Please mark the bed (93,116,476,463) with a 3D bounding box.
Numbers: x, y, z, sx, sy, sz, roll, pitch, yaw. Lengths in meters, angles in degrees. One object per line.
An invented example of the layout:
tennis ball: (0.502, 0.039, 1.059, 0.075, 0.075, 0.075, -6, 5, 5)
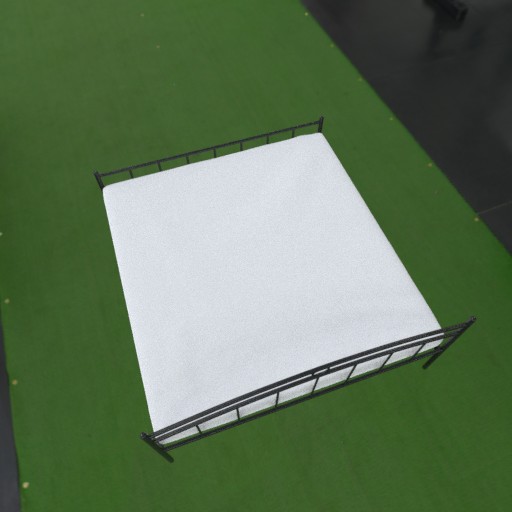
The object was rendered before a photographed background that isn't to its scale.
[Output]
bed: (0.000, 0.000, 3.109, 1.880, 0.940, 2.040, -16, 59, -10)
